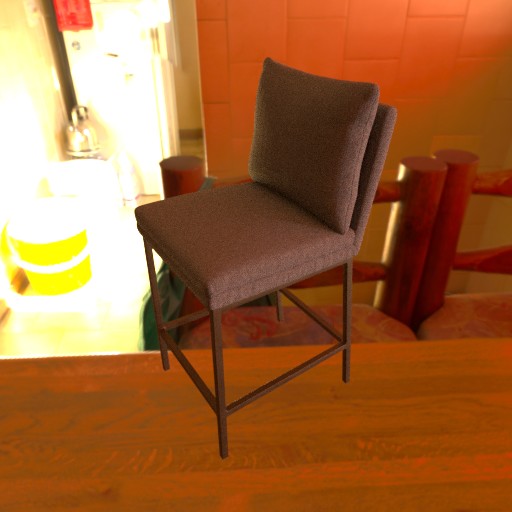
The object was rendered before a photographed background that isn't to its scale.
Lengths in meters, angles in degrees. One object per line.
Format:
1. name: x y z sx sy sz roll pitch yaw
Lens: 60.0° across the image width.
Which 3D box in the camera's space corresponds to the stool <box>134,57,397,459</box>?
1. stool: 0.000 0.000 1.341 0.569 1.031 0.463 -20 37 -28
